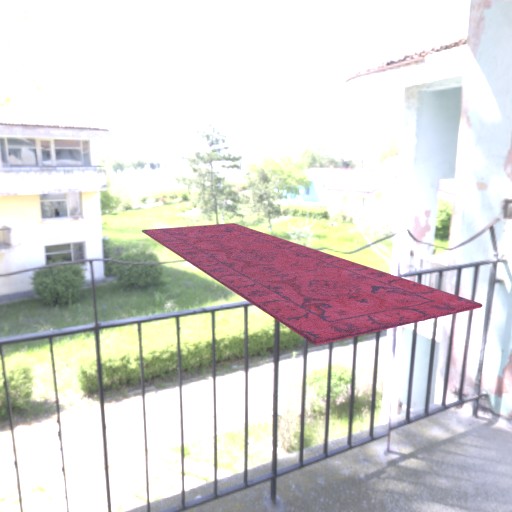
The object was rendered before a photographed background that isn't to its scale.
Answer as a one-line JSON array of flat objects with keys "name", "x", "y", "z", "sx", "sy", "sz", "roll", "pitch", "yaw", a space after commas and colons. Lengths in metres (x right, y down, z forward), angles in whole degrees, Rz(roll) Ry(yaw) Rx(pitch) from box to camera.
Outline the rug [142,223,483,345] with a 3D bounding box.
[{"name": "rug", "x": 0.000, "y": 0.000, "z": 2.661, "sx": 0.813, "sy": 0.018, "sz": 2.439, "roll": -6, "pitch": 14, "yaw": -26}]
